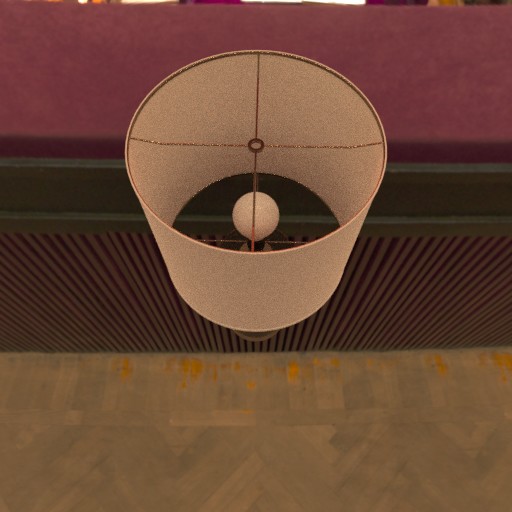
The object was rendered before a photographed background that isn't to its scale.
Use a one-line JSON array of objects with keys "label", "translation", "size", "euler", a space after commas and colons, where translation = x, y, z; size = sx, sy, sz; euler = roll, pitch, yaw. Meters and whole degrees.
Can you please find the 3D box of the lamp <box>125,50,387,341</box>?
[{"label": "lamp", "translation": [0.000, 0.000, 0.625], "size": [0.240, 0.482, 0.241], "euler": [1, 63, 1]}]
